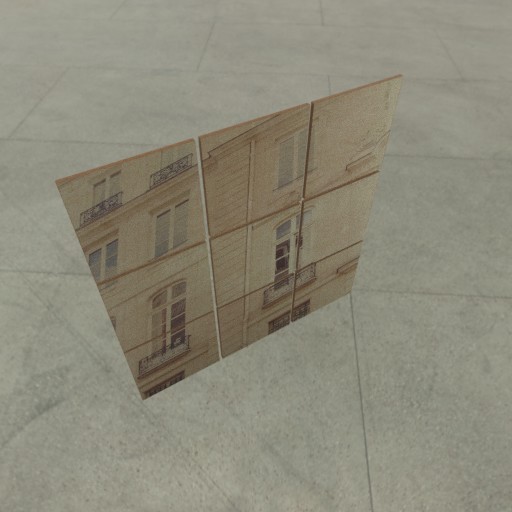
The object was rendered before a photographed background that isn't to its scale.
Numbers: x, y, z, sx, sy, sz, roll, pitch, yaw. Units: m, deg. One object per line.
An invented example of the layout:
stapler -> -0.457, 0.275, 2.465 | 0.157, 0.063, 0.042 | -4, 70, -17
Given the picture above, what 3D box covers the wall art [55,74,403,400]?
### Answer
wall art -> 0.000, 0.000, 1.355 | 0.915, 0.913, 0.018 | -24, 51, -21
